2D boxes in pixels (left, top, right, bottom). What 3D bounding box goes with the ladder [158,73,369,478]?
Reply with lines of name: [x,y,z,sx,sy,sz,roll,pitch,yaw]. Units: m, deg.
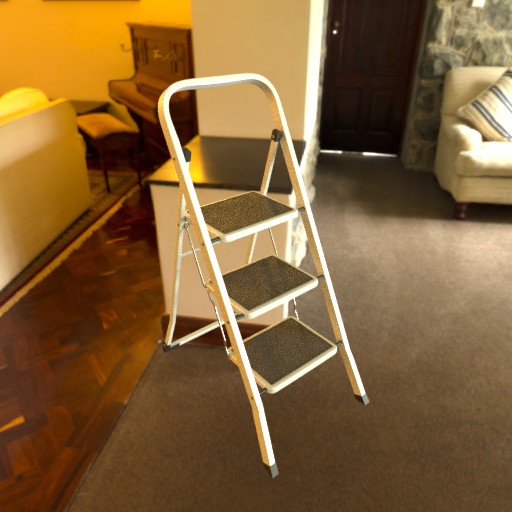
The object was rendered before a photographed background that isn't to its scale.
ladder: [0.000,0.000,1.429,0.460,1.050,0.711,-22,36,-34]
